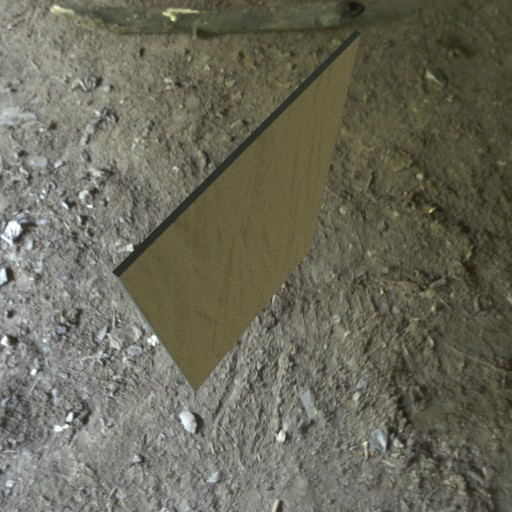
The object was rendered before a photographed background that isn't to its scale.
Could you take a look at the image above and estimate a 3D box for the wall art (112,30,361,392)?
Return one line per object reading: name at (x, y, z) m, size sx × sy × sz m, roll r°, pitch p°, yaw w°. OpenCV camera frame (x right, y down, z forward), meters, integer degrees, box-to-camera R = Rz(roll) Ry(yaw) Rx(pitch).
wall art at (0.000, 0.000, 1.418) m, size 0.016 × 1.116 × 0.810 m, roll 34°, pitch 68°, yaw 16°
